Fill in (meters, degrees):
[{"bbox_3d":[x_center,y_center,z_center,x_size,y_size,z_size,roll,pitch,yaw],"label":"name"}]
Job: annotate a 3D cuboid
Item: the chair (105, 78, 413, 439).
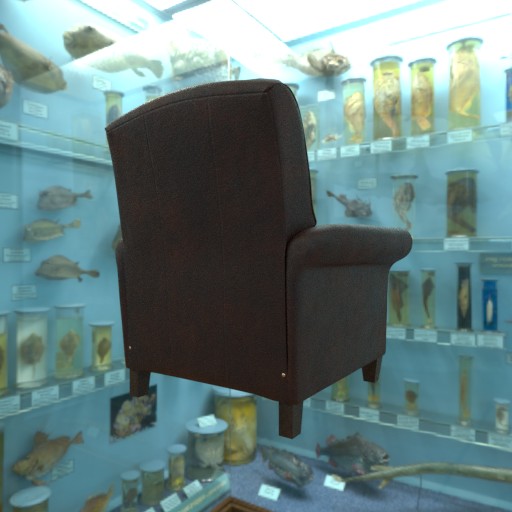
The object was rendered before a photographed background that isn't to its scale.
[{"bbox_3d":[0.000,0.000,1.755,0.978,1.061,0.902,0,0,35],"label":"chair"}]
